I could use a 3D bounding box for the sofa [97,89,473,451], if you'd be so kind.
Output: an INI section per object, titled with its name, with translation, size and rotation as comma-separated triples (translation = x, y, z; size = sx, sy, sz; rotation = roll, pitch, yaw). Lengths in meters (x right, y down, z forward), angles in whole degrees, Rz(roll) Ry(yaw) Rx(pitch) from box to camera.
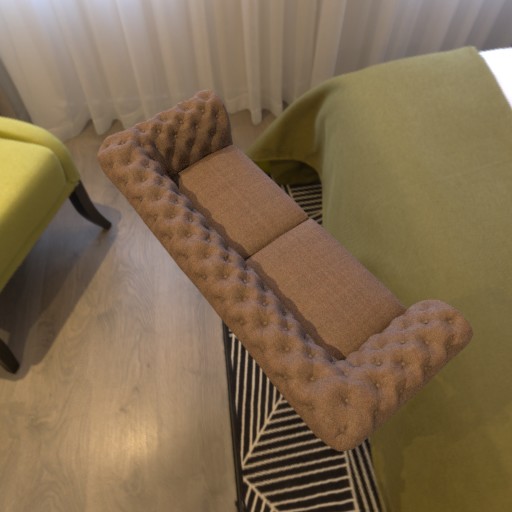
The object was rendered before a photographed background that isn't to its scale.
[sofa]
translation = 0.000, 0.000, 2.791
size = 0.944, 0.787, 2.385
rotation = -33, 64, -19
